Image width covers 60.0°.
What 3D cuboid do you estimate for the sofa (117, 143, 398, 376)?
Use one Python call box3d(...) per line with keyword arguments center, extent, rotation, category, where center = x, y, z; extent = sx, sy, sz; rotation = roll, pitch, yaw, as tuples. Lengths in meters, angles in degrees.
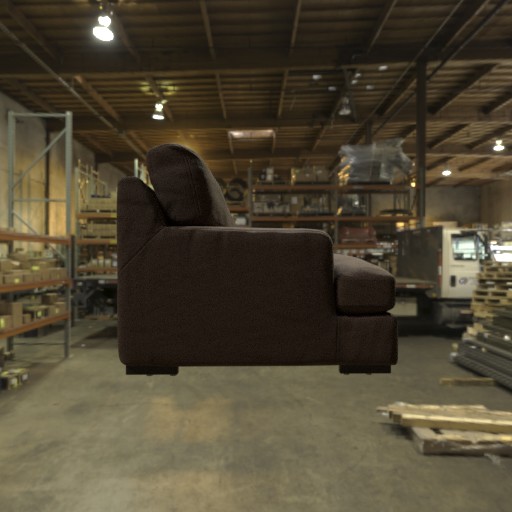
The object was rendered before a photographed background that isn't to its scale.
box3d(center=(0.000, 0.000, 2.857), extent=(1.140, 0.950, 2.274), rotation=(0, 0, -1), category="sofa")
